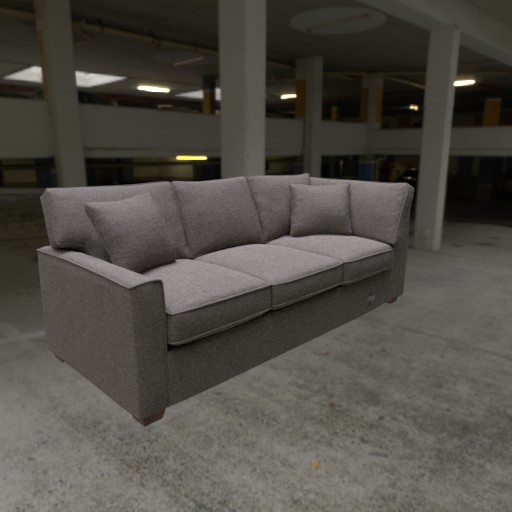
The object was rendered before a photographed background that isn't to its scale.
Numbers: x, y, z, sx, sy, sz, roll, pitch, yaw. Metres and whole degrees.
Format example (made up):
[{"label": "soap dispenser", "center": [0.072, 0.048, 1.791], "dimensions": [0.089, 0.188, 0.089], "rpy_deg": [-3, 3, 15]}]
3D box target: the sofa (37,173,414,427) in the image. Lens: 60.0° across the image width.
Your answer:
[{"label": "sofa", "center": [0.000, 0.000, 2.840], "dimensions": [1.061, 0.962, 2.317], "rpy_deg": [13, 19, 43]}]
